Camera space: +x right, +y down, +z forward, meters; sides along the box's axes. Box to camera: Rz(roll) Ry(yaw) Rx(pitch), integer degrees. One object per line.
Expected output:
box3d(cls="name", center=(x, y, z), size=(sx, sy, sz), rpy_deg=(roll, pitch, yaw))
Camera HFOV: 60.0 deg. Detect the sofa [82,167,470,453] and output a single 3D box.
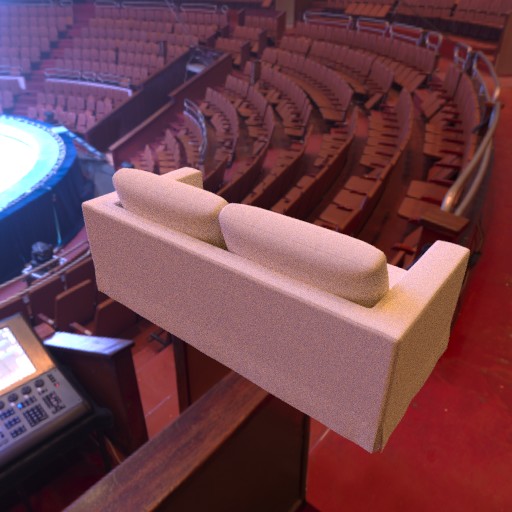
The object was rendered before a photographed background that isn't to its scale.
box3d(cls="sofa", center=(0.000, 0.000, 2.675), size=(2.163, 0.881, 0.954), rpy_deg=(22, 36, 33))
